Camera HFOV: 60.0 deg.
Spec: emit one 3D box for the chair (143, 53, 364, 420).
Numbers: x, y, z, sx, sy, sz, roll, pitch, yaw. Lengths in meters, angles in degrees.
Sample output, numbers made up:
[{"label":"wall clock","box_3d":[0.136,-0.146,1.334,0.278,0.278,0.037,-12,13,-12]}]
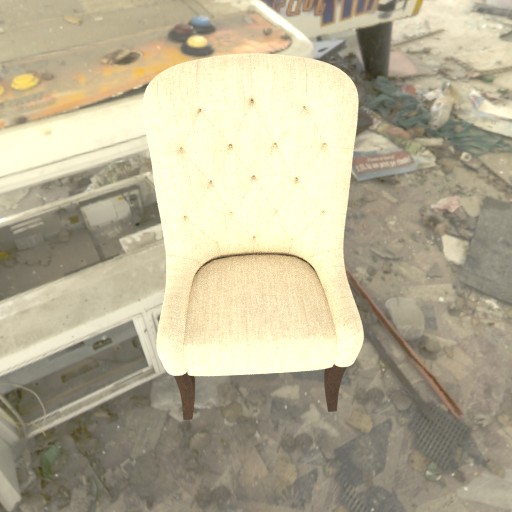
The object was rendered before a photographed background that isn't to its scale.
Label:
[{"label":"chair","box_3d":[0.000,0.000,1.473,0.634,1.091,0.629,-2,47,-2]}]
